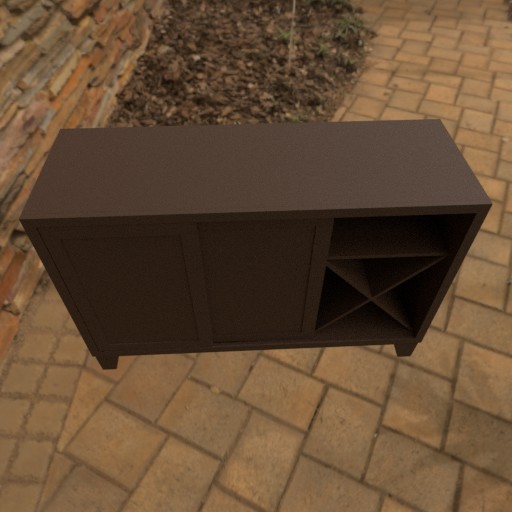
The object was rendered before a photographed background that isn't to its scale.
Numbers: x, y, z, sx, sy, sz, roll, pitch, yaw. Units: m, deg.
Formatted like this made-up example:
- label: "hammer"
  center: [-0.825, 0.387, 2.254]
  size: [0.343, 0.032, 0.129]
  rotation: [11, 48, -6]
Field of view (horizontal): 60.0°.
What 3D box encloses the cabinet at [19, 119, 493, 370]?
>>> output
- label: "cabinet"
  center: [0.000, 0.000, 1.803]
  size: [1.396, 0.914, 0.482]
  rotation: [-2, 48, -2]
